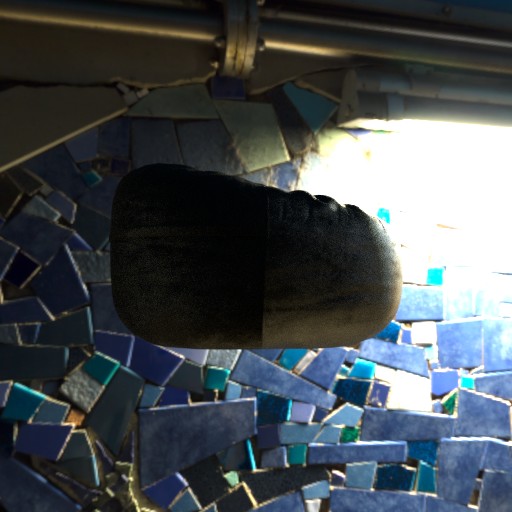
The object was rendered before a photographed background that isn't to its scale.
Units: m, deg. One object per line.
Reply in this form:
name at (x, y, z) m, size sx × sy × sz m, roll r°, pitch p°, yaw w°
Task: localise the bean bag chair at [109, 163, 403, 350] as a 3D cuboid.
bean bag chair at (0.000, 0.000, 2.439) m, size 1.524 × 0.878 × 1.524 m, roll 0°, pitch -1°, yaw 1°
